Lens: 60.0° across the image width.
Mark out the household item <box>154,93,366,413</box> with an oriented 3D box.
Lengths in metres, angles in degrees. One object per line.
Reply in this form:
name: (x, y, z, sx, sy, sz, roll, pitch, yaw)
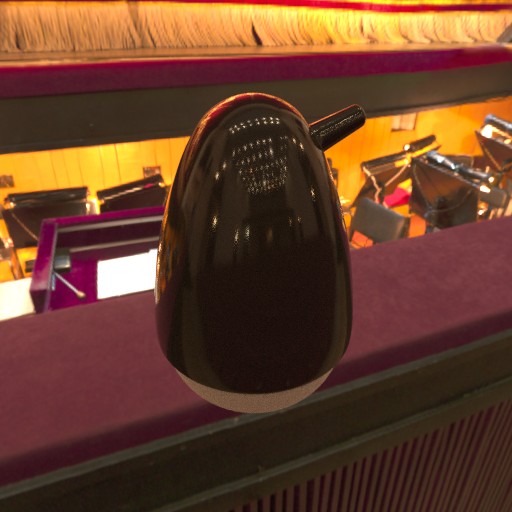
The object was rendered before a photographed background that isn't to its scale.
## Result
household item: (0.000, 0.000, 0.217, 0.104, 0.152, 0.102, -10, 32, -17)
